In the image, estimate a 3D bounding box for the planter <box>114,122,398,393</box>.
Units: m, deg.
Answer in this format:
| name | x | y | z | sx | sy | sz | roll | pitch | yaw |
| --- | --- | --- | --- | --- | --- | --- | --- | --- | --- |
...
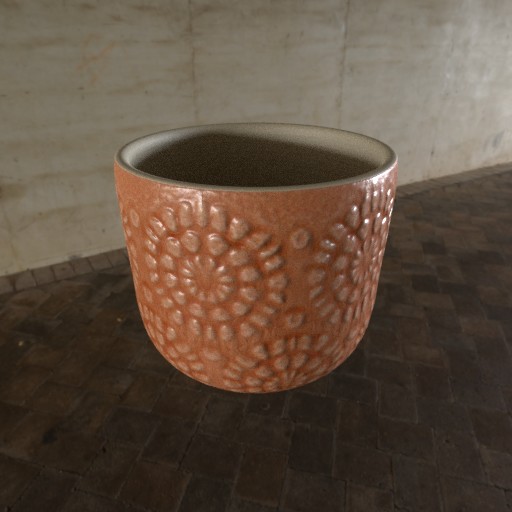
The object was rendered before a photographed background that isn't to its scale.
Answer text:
| name | x | y | z | sx | sy | sz | roll | pitch | yaw |
| --- | --- | --- | --- | --- | --- | --- | --- | --- | --- |
| planter | 0.000 | 0.000 | 0.222 | 0.124 | 0.109 | 0.124 | 0 | 27 | 0 |
